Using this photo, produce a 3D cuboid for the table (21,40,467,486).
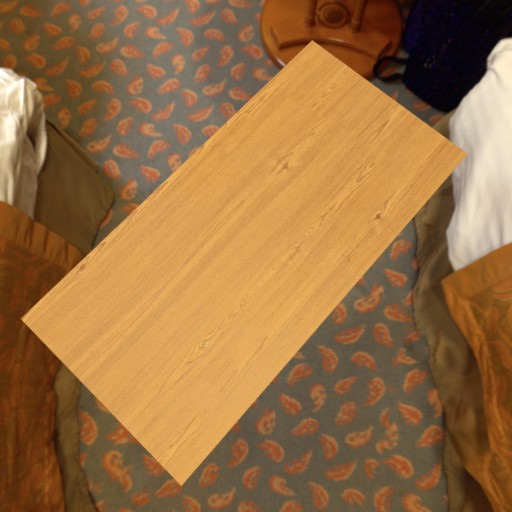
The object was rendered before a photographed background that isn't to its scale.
[{"bbox_3d":[0.000,0.000,2.222,0.901,0.750,1.797,41,78,10],"label":"table"}]
